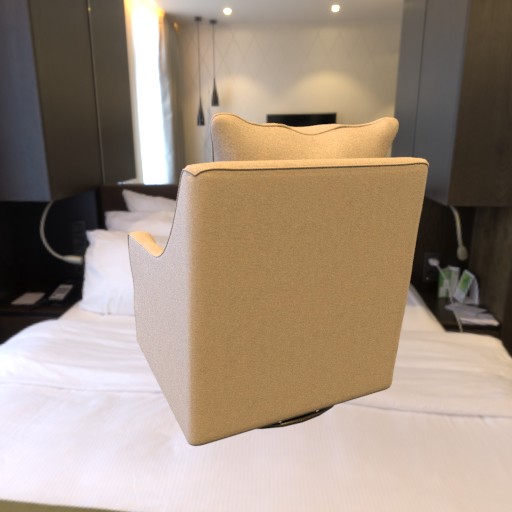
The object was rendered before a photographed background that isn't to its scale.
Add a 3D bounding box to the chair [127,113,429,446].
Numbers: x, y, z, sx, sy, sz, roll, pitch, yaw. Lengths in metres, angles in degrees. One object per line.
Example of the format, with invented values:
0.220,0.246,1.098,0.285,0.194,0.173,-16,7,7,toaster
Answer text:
0.000,0.000,1.606,0.760,0.942,0.876,-7,16,-25,chair
